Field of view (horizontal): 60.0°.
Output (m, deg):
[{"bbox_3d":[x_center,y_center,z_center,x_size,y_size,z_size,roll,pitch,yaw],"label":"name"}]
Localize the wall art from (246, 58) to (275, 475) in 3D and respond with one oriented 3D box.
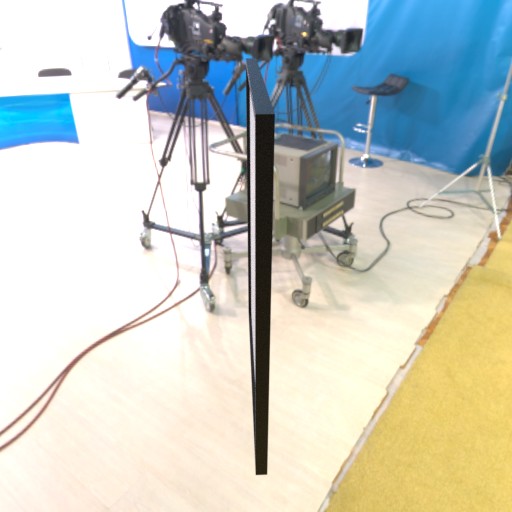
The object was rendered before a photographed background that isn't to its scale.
[{"bbox_3d":[0.000,0.000,1.417,0.036,1.070,0.802,-1,31,-2],"label":"wall art"}]
